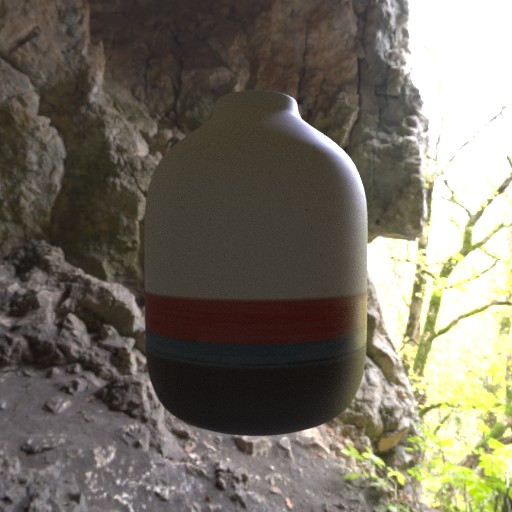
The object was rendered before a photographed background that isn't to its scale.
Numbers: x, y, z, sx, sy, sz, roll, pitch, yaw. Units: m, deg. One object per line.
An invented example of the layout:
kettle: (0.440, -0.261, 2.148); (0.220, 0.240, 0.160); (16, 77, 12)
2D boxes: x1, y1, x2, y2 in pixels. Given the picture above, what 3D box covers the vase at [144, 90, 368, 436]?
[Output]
vase: (0.000, 0.000, 0.347); (0.169, 0.237, 0.169); (0, 1, 0)
